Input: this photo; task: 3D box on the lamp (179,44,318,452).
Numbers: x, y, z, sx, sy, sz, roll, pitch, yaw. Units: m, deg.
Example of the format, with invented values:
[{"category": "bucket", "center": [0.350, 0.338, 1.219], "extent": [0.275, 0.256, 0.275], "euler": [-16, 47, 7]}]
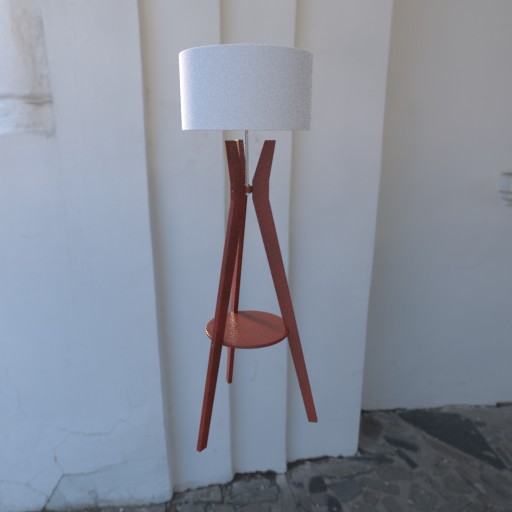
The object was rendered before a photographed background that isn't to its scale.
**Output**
[{"category": "lamp", "center": [0.000, 0.000, 1.770], "extent": [0.542, 1.472, 0.539], "euler": [3, 16, 9]}]
